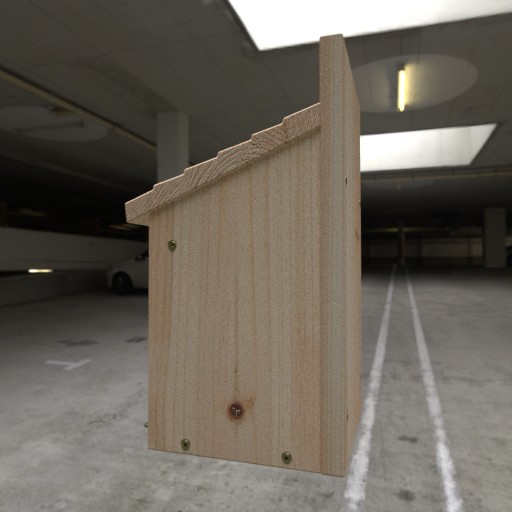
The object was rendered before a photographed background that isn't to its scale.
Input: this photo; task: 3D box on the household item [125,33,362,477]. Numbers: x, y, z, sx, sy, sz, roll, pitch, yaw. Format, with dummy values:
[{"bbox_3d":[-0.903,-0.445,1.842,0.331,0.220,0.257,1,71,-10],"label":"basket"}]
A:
[{"bbox_3d":[0.000,0.000,0.393,0.171,0.300,0.149,0,-2,18],"label":"household item"}]
